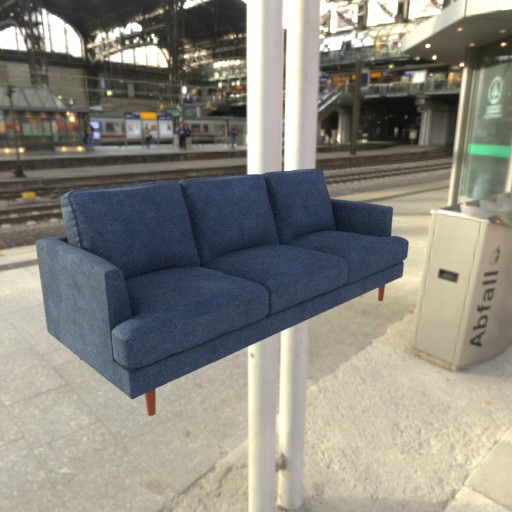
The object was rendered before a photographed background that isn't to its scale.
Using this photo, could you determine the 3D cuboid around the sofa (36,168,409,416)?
[{"bbox_3d":[0.000,0.000,2.705,2.246,0.930,0.903,-15,21,-43],"label":"sofa"}]
